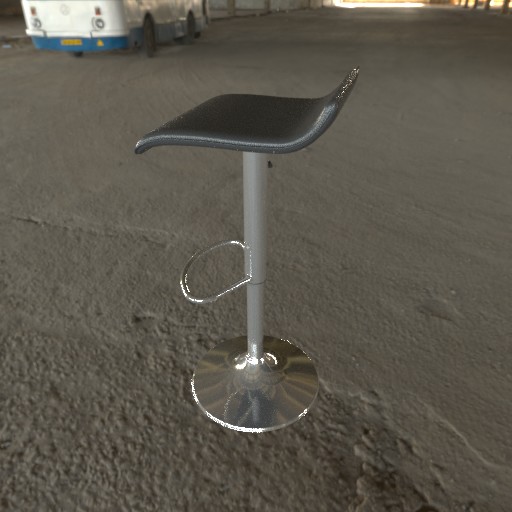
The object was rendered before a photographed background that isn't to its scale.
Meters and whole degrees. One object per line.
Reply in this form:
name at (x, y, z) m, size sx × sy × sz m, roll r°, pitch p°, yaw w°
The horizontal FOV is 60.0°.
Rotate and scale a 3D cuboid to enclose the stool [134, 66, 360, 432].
stool at (0.000, 0.000, 1.108) m, size 0.381 × 0.851 × 0.381 m, roll 8°, pitch 32°, yaw 14°
